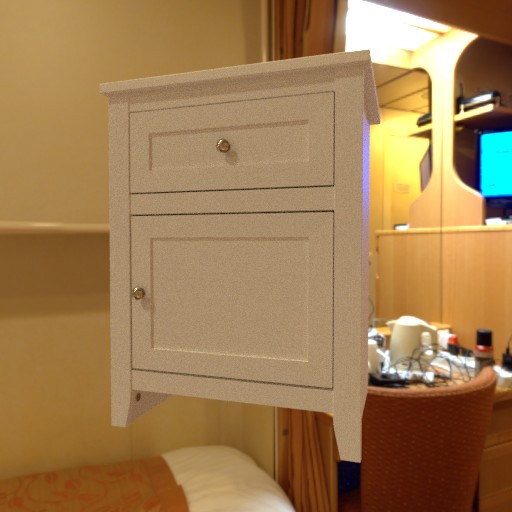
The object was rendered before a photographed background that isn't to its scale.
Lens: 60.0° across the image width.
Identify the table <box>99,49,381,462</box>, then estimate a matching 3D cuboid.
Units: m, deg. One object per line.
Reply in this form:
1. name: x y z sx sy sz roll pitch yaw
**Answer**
1. table: 0.000 0.000 0.924 0.480 0.635 0.381 1 2 18
